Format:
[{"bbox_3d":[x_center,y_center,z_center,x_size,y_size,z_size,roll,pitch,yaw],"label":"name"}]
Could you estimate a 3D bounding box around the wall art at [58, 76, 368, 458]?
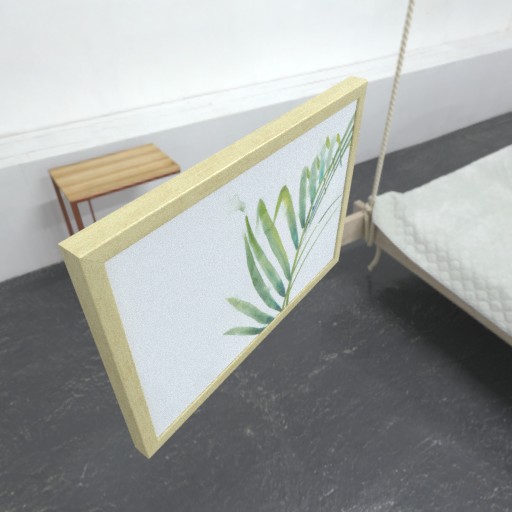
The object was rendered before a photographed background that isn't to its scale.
[{"bbox_3d":[0.000,0.000,0.668,0.032,0.381,0.533,27,48,28],"label":"wall art"}]
